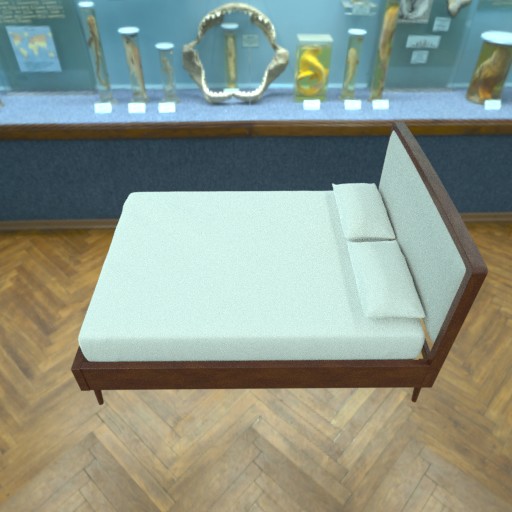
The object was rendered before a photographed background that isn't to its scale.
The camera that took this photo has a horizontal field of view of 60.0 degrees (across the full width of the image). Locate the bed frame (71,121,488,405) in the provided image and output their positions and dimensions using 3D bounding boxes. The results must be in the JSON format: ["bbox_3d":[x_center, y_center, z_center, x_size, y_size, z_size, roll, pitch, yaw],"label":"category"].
[{"bbox_3d":[0.000,0.000,3.066,2.171,1.279,1.587,0,42,0],"label":"bed frame"}]
